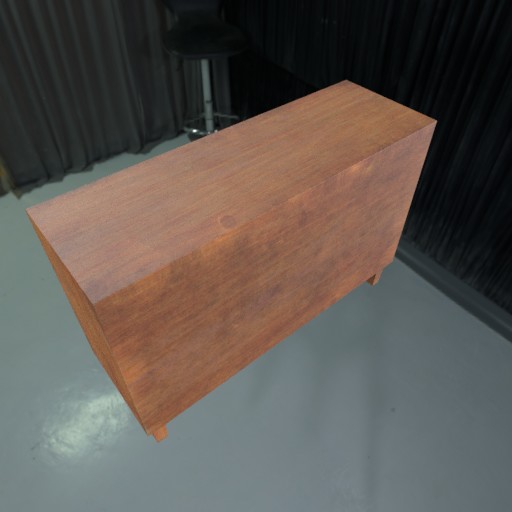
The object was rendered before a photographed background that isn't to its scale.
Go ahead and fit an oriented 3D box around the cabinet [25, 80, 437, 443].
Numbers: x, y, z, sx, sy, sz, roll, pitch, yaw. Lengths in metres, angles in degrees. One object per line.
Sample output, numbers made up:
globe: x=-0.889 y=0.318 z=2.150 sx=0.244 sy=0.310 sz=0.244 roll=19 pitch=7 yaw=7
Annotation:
cabinet: x=0.000 y=0.000 z=1.581 sx=1.204 sy=0.805 sz=0.403 roll=-30 pitch=53 yaw=-26
